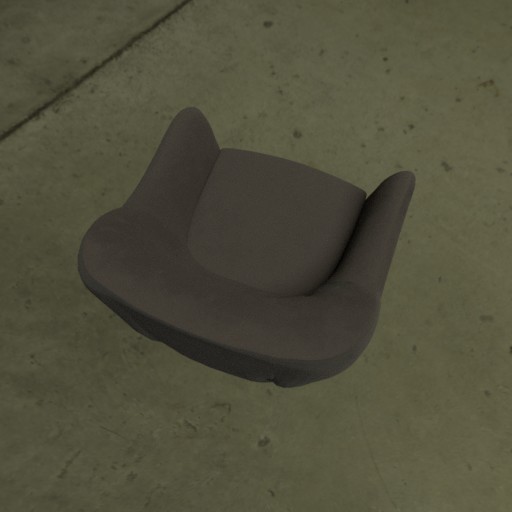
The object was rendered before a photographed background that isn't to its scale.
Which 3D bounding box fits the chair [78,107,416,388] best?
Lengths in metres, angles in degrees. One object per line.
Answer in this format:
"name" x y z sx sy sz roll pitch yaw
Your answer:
"chair" 0.000 0.000 1.509 0.840 0.807 0.819 19 66 9
